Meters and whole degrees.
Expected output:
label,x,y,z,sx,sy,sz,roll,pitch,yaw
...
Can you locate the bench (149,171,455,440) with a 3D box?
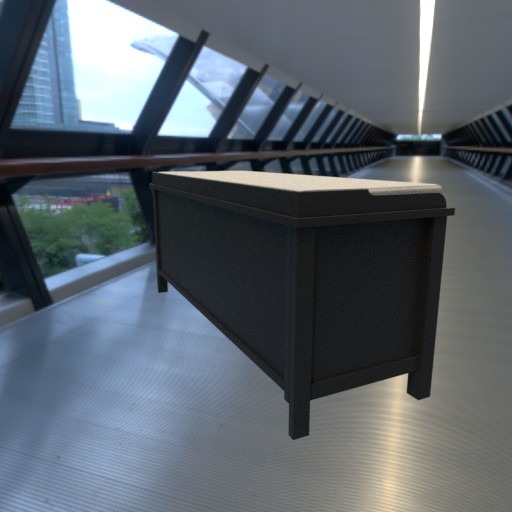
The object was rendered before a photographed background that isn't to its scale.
label,x,y,z,sx,sy,sz,roll,pitch,yaw
bench,0.000,0.000,1.413,0.398,0.501,1.140,-6,14,-25
